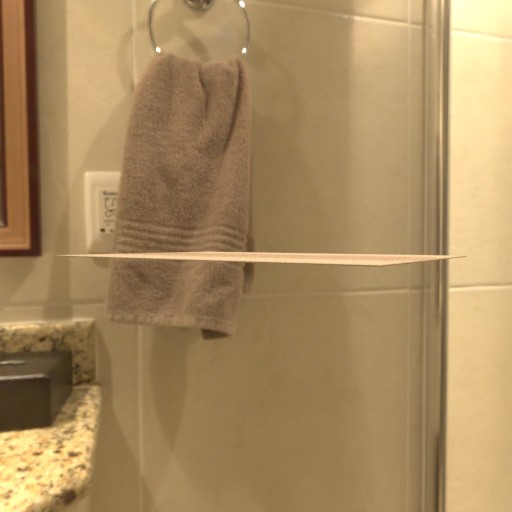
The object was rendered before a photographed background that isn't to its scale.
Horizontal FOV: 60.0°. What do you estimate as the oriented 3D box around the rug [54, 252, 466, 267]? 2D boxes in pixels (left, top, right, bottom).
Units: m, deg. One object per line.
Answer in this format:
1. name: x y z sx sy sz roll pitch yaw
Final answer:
1. rug: 0.000 0.000 2.378 1.850 0.006 1.234 1 2 36
